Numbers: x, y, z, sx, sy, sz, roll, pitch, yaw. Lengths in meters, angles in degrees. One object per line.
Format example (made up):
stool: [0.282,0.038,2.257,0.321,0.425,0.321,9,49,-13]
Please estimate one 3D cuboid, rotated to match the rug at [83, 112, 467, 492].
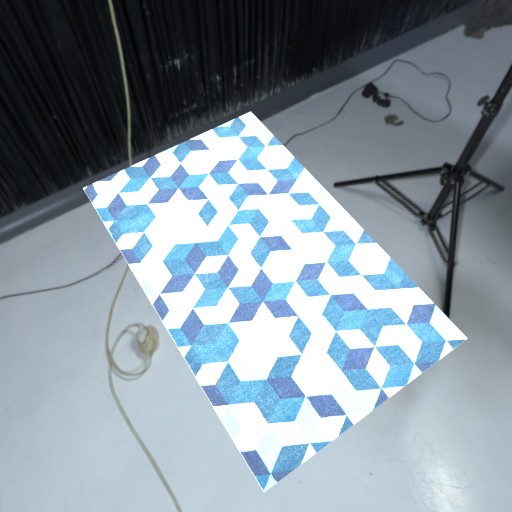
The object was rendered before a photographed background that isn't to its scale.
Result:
rug: [0.000,0.000,3.043,1.518,0.015,2.438,-30,63,-17]
